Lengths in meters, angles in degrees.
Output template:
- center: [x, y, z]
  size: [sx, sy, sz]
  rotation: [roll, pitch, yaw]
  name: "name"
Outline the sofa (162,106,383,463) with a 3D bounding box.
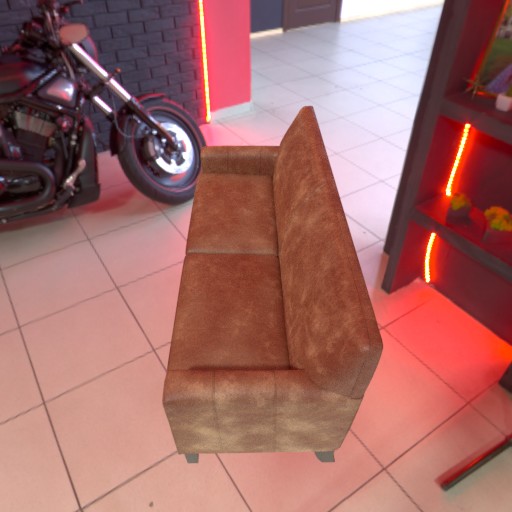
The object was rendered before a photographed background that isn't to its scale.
- center: [0.000, 0.000, 2.514]
  size: [0.805, 0.947, 2.053]
  rotation: [-1, 41, -1]
  name: "sofa"
